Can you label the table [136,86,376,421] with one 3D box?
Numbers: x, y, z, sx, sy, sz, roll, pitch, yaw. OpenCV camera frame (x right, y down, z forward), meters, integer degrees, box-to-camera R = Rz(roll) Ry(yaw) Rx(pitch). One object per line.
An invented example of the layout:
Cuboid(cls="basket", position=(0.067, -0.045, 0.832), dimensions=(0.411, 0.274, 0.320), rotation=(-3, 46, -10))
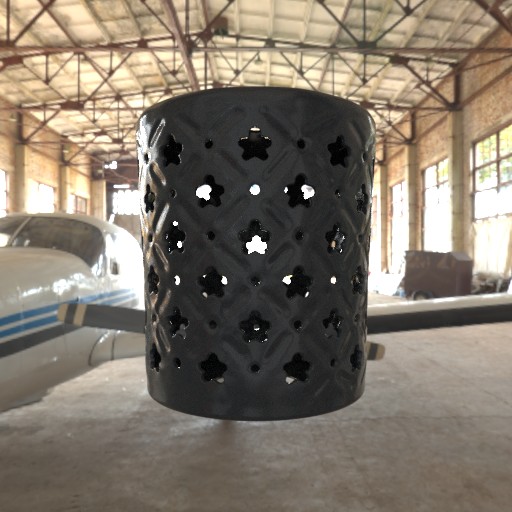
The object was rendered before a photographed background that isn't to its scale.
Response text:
Cuboid(cls="table", position=(0.000, 0.000, 0.665), dimensions=(0.352, 0.387, 0.352), rotation=(0, -1, 0))
